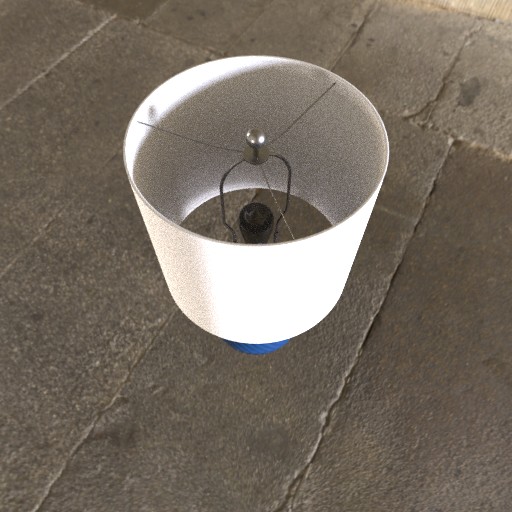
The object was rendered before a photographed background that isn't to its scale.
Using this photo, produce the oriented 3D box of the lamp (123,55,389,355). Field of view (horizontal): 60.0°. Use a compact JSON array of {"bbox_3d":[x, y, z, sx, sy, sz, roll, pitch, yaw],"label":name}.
[{"bbox_3d":[0.000,0.000,0.495,0.203,0.368,0.203,-14,60,-8],"label":"lamp"}]
